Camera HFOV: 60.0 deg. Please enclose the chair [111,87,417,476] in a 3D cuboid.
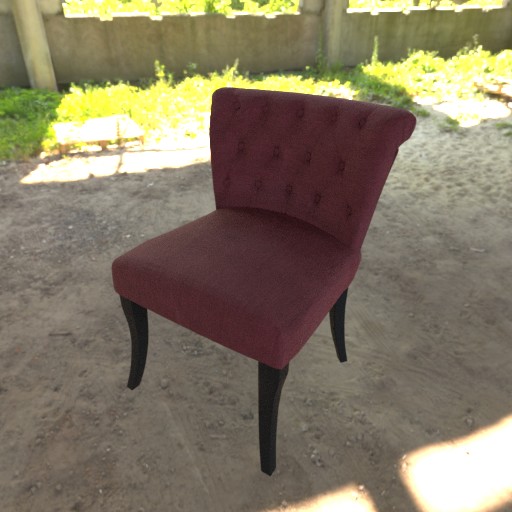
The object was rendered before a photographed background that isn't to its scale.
[{"bbox_3d":[0.000,0.000,1.183,0.582,0.750,0.605,19,35,29],"label":"chair"}]
